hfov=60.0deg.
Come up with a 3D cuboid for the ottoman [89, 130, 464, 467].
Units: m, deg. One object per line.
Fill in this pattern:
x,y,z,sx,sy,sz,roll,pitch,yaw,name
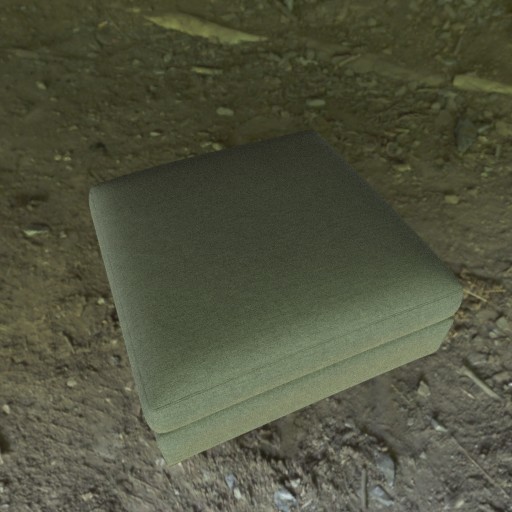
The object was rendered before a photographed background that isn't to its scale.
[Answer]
0.000,0.000,1.643,1.041,0.470,1.041,-17,49,-16,ottoman
